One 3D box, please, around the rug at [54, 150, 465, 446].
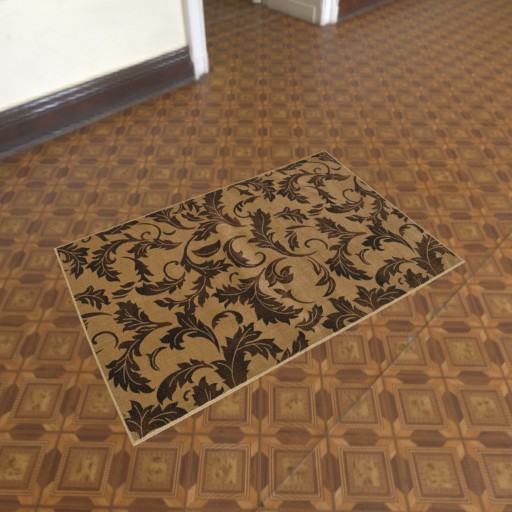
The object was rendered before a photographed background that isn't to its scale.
[{"bbox_3d":[0.000,0.000,2.929,2.284,0.008,1.522,-24,51,-21],"label":"rug"}]
